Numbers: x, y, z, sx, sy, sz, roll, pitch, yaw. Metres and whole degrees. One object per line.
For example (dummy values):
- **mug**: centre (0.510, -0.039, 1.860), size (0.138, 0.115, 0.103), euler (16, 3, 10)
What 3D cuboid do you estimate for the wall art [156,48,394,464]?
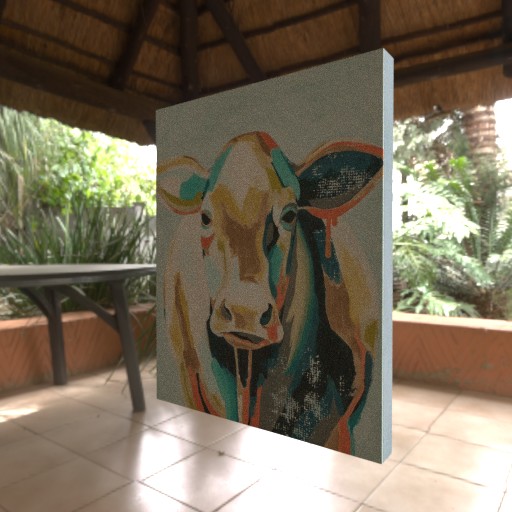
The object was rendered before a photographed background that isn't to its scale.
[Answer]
- **wall art**: centre (0.000, 0.000, 0.676), size (0.409, 0.509, 0.037), euler (1, 1, 36)
